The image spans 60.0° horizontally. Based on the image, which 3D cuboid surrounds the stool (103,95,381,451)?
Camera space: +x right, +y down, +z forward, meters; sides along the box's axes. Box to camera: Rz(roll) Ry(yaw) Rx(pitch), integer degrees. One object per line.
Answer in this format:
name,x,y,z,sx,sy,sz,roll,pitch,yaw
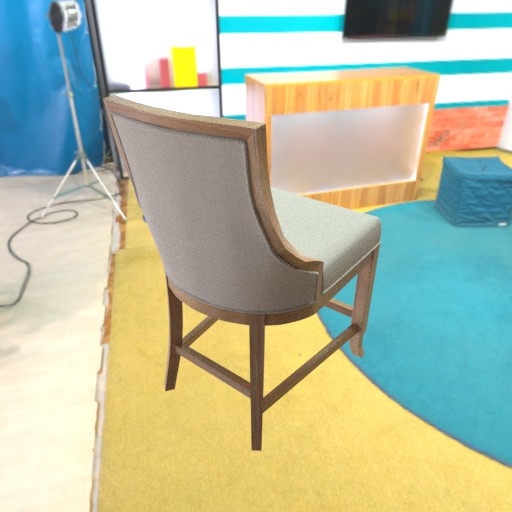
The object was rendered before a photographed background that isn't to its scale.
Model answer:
stool,0.000,0.000,1.311,0.524,0.938,0.626,21,36,32
